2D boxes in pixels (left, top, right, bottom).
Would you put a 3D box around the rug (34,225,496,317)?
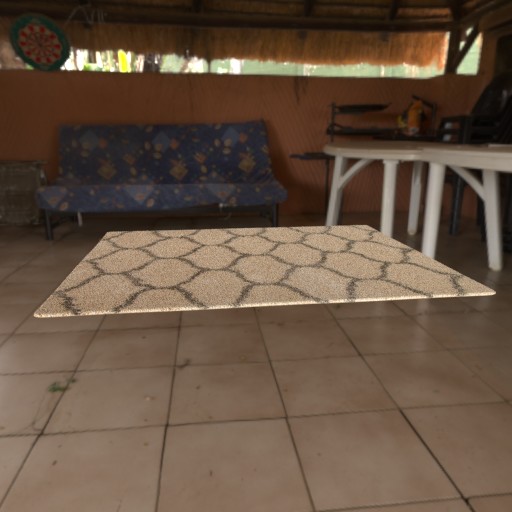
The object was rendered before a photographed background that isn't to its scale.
[{"bbox_3d":[0.000,0.000,3.962,3.000,0.026,2.399,-2,15,-7],"label":"rug"}]
